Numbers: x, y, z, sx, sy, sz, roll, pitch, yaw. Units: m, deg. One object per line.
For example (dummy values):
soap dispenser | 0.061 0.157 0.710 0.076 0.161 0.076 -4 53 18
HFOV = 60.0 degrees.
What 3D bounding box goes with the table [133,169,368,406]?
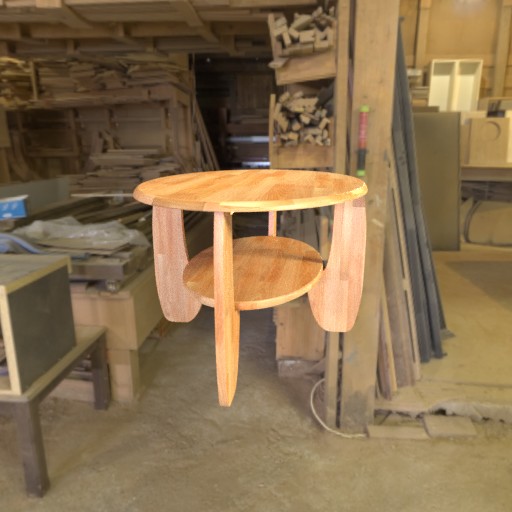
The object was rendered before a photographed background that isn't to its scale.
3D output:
table | 0.000 0.000 1.445 0.690 0.490 1.040 2 15 8
